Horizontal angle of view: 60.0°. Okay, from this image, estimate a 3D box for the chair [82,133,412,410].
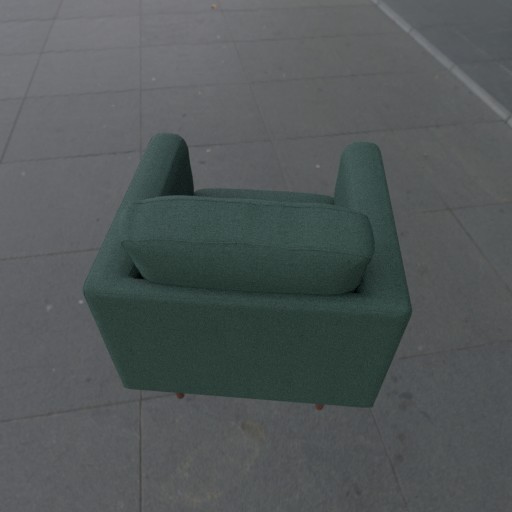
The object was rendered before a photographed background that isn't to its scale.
[{"bbox_3d":[0.000,0.000,1.545,0.855,0.927,0.800,3,47,3],"label":"chair"}]
